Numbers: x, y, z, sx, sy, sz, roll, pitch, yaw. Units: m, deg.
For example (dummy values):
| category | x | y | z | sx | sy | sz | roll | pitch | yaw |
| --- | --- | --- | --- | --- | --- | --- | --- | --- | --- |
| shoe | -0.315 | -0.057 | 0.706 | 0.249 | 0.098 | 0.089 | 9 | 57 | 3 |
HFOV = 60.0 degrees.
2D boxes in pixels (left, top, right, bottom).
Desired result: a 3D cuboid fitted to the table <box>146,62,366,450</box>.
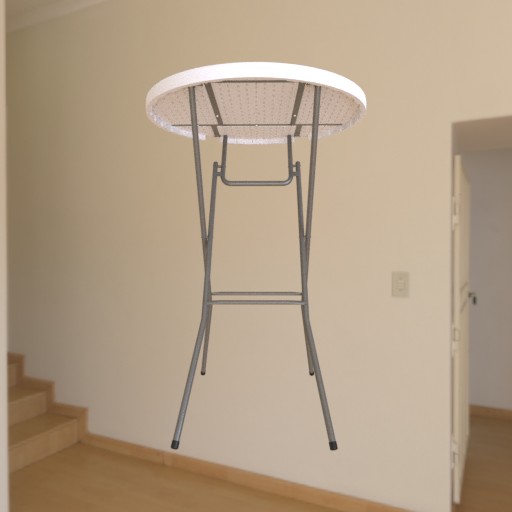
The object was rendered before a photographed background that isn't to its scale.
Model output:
| category | x | y | z | sx | sy | sz | roll | pitch | yaw |
| --- | --- | --- | --- | --- | --- | --- | --- | --- | --- |
| table | 0.000 | 0.000 | 1.649 | 0.792 | 1.105 | 0.795 | 0 | 0 | 1 |
